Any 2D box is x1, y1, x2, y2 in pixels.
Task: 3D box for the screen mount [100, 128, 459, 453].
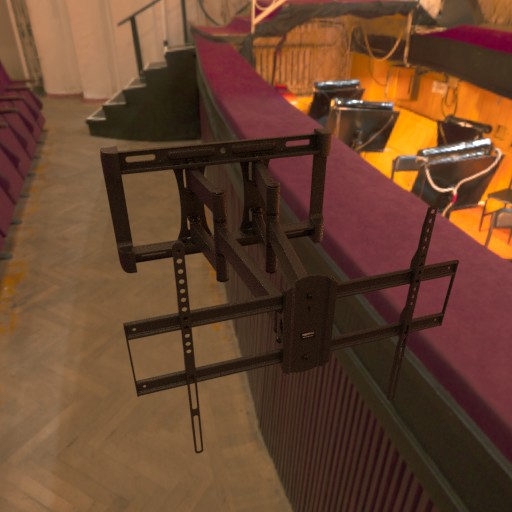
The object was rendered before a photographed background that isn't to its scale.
[{"bbox_3d":[0.000,0.000,1.095,0.661,0.491,0.644,-9,32,-15],"label":"screen mount"}]
